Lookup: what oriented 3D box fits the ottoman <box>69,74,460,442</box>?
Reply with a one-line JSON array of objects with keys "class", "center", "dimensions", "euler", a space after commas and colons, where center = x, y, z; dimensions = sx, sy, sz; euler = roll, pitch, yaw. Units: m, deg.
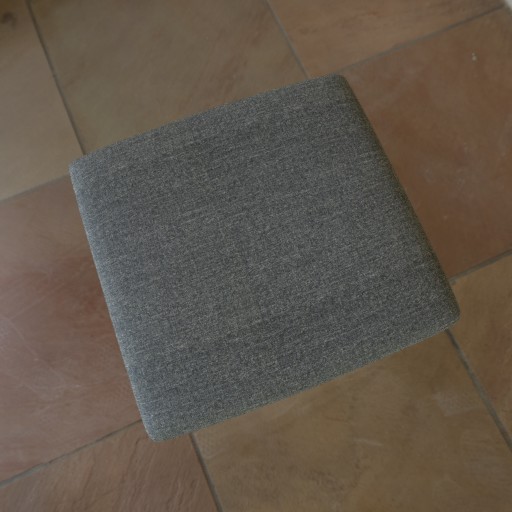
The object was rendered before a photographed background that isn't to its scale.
[{"class": "ottoman", "center": [0.000, 0.000, 1.070], "dimensions": [0.655, 0.399, 0.648], "euler": [-20, 76, -5]}]
